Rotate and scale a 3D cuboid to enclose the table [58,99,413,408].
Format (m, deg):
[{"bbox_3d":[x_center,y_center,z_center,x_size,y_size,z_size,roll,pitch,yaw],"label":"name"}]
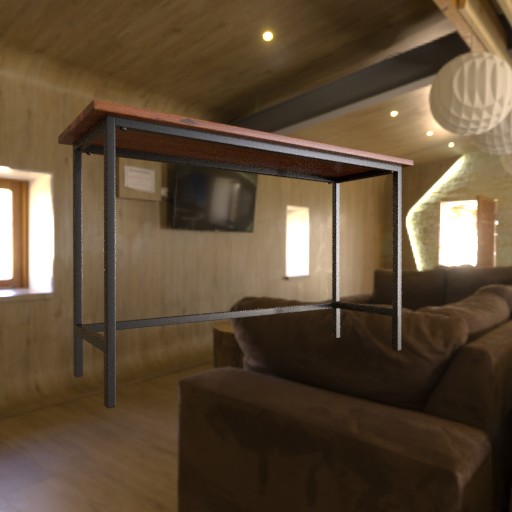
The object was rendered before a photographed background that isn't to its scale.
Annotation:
[{"bbox_3d":[0.000,0.000,1.546,1.204,0.740,0.408,0,1,-35],"label":"table"}]
